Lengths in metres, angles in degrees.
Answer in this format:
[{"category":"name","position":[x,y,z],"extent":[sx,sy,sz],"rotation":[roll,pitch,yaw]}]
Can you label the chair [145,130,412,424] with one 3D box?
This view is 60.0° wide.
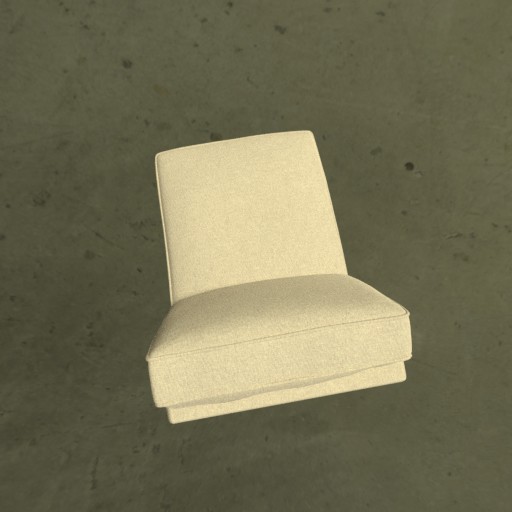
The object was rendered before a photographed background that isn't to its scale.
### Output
[{"category":"chair","position":[0.000,0.000,1.519],"extent":[0.621,0.970,0.938],"rotation":[-10,75,-3]}]
